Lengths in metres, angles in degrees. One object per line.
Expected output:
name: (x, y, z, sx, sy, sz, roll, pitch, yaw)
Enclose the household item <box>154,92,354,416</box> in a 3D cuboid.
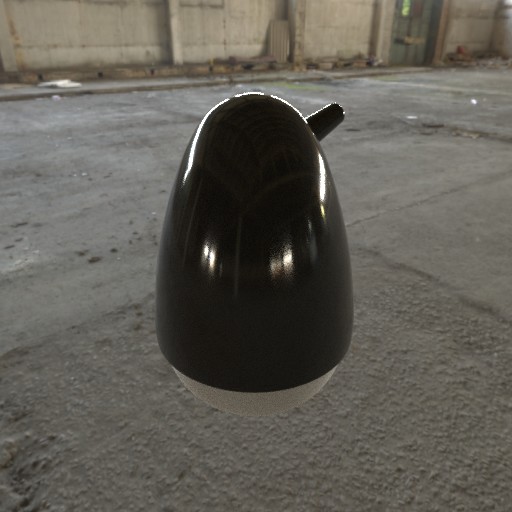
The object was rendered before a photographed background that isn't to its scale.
household item: (0.000, 0.000, 0.218, 0.104, 0.152, 0.102, -18, 32, -32)
